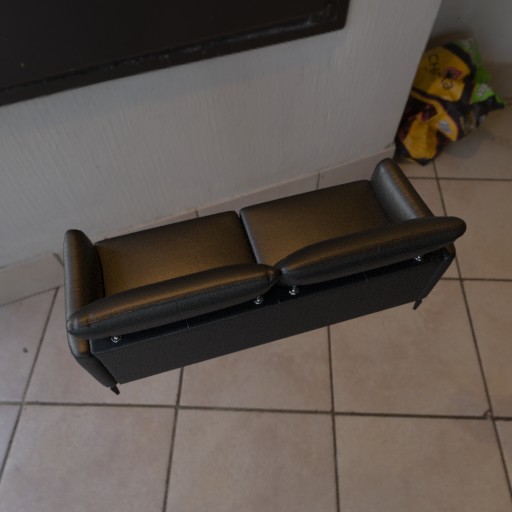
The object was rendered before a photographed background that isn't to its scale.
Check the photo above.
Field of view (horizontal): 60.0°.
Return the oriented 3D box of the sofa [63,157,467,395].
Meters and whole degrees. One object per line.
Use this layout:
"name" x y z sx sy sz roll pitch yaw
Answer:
"sofa" 0.000 0.000 2.523 2.069 0.957 0.856 -14 59 -9
